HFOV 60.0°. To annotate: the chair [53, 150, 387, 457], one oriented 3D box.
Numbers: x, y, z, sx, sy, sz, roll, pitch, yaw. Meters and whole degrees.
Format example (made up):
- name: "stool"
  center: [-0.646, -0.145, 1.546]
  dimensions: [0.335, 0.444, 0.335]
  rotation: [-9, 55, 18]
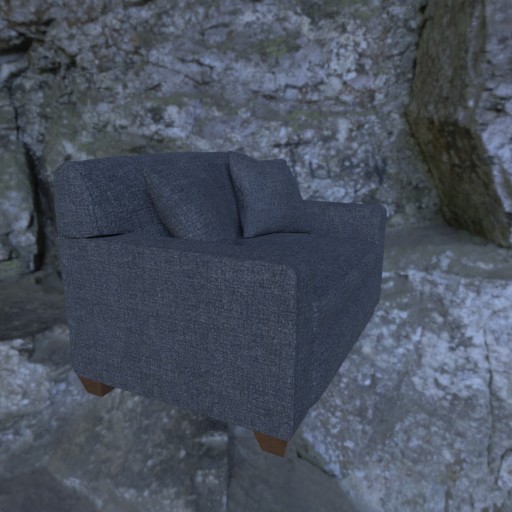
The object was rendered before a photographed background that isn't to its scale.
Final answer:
- name: "chair"
  center: [0.000, 0.000, 2.068]
  dimensions: [1.000, 0.948, 1.383]
  rotation: [7, 16, 25]
